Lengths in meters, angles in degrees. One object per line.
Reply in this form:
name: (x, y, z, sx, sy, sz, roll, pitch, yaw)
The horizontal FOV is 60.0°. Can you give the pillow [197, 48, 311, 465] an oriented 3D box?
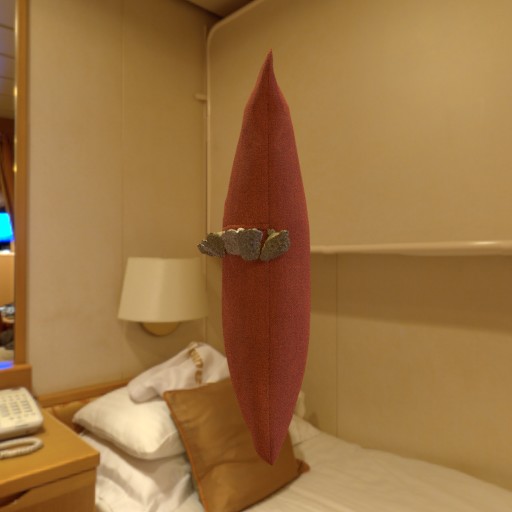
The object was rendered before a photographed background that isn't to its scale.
pillow: (0.000, 0.000, 0.740, 0.165, 0.482, 0.490, 0, -1, 0)
